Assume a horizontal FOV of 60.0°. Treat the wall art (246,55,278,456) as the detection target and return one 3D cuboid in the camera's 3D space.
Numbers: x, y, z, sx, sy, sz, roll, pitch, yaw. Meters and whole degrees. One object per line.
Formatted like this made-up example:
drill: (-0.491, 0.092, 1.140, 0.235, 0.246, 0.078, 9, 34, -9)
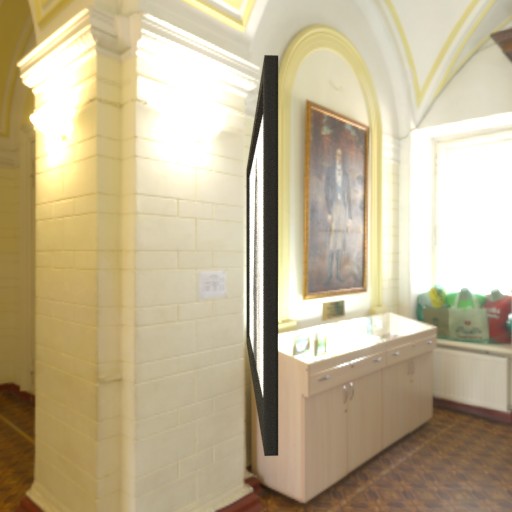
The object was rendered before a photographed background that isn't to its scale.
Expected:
wall art: (0.000, 0.000, 1.211, 0.049, 0.659, 0.964, 0, 0, -1)
